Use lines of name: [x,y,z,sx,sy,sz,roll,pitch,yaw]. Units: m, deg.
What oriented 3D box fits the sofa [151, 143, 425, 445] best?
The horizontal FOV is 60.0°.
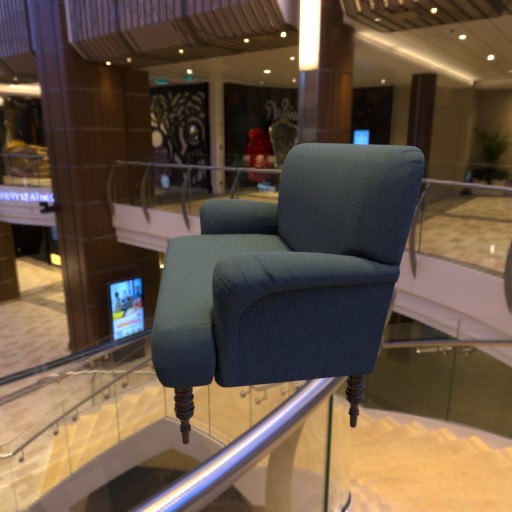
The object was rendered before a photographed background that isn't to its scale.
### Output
sofa: [0.000,0.000,1.813,0.779,0.889,1.297,-2,15,-8]
